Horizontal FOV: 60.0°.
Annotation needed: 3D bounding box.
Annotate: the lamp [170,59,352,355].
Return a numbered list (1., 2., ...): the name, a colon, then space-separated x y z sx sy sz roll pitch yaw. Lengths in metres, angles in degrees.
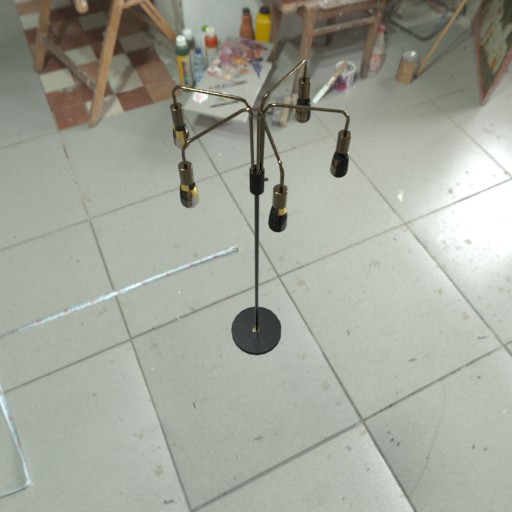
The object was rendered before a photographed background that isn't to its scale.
1. lamp: 0.000 0.000 2.030 0.572 1.721 0.599 31 63 18
